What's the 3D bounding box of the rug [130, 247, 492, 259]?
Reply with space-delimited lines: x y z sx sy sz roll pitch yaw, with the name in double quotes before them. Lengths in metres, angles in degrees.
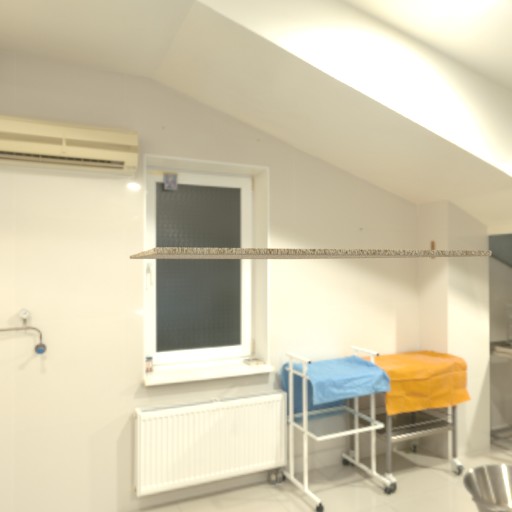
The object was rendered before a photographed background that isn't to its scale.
"rug" 0.000 0.000 2.878 1.500 0.025 2.349 0 -1 -18
